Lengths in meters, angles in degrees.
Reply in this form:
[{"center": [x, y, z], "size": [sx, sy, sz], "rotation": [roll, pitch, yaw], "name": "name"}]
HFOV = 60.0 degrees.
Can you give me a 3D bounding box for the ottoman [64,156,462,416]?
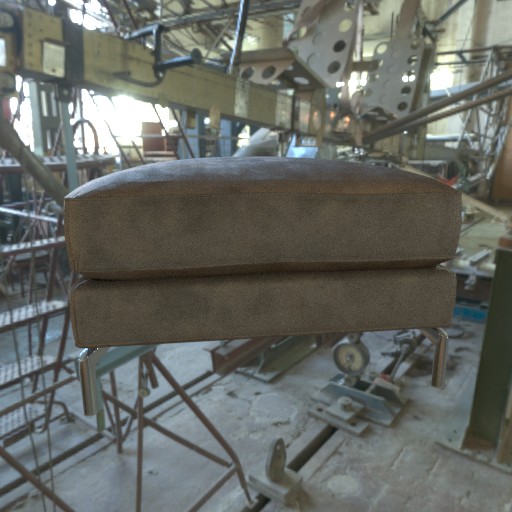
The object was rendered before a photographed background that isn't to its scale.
[{"center": [0.000, 0.000, 1.041], "size": [0.719, 0.456, 0.520], "rotation": [-2, 13, -8], "name": "ottoman"}]
